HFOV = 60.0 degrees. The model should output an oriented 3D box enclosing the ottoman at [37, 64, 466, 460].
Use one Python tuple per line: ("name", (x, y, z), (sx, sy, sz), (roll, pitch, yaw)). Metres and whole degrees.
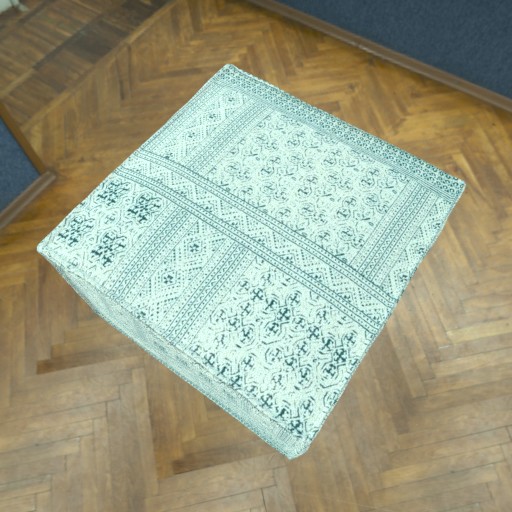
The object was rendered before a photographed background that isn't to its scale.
("ottoman", (0.000, 0.000, 1.027), (0.626, 0.439, 0.617), (32, 67, 15))
